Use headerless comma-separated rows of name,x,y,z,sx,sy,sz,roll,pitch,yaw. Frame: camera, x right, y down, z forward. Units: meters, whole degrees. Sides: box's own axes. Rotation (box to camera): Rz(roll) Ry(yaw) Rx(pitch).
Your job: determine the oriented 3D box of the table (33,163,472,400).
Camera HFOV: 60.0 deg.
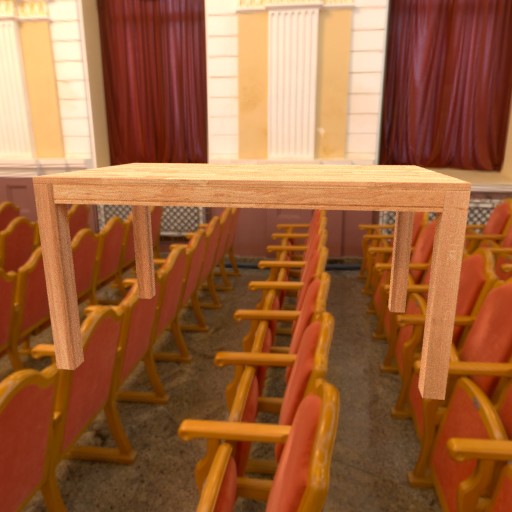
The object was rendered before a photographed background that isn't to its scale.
table,0.000,0.000,2.024,1.500,0.770,0.900,2,15,8
